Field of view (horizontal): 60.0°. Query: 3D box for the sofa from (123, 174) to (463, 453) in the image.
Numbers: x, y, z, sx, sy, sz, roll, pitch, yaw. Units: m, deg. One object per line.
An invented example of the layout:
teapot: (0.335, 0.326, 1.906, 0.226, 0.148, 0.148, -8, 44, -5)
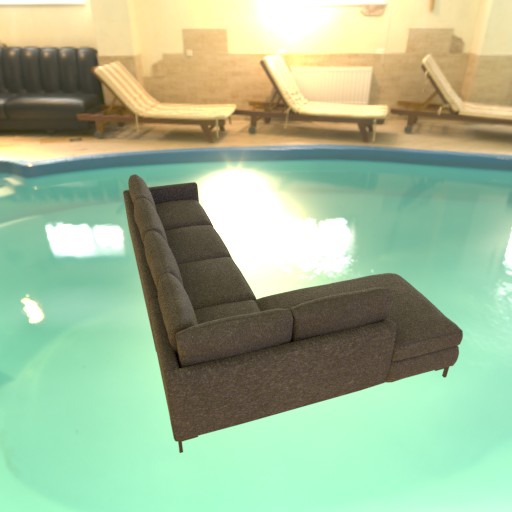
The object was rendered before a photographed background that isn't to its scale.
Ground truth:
sofa: (0.000, 0.000, 3.908, 2.007, 0.815, 2.949, -10, 31, -16)
